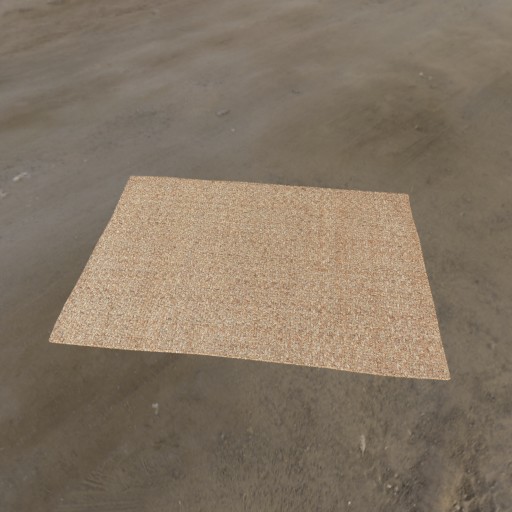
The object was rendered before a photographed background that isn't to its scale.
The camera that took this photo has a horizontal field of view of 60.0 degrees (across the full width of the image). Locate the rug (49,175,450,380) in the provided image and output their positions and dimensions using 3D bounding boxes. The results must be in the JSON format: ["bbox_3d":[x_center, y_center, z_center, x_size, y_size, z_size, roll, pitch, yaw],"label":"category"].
[{"bbox_3d":[0.000,0.000,2.858,2.141,0.013,1.566,4,46,4],"label":"rug"}]
